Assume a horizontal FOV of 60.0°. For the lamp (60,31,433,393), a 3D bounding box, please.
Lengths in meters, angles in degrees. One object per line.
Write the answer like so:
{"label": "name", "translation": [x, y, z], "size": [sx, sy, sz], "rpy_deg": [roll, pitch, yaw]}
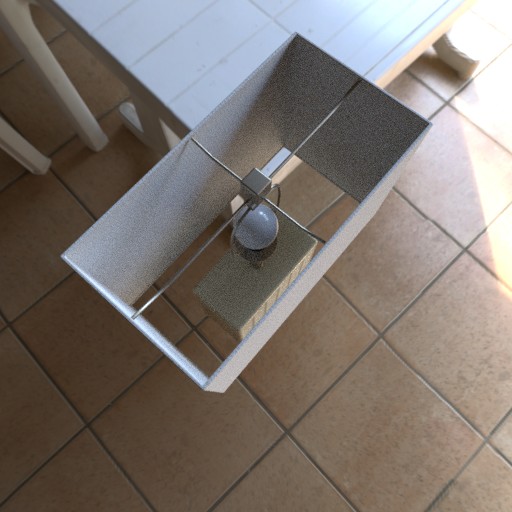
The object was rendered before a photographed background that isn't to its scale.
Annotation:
{"label": "lamp", "translation": [0.000, 0.000, 0.706], "size": [0.200, 0.515, 0.380], "rpy_deg": [39, 76, 11]}
